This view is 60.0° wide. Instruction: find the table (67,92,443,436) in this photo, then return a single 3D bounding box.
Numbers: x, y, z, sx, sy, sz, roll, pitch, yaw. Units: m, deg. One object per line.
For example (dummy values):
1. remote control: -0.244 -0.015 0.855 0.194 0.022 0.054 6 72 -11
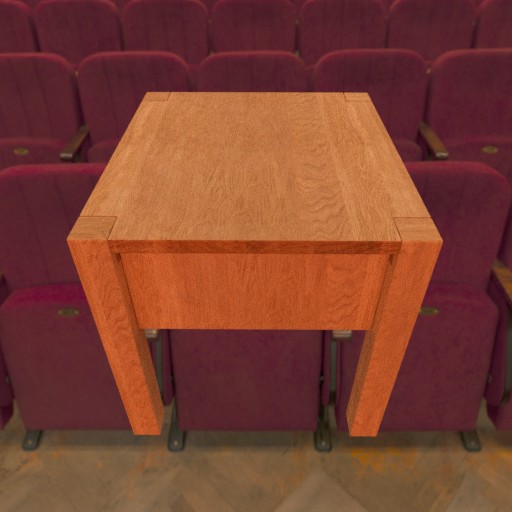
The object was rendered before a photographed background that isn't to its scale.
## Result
1. table: 0.000 0.000 0.843 0.440 0.450 0.480 0 40 0
